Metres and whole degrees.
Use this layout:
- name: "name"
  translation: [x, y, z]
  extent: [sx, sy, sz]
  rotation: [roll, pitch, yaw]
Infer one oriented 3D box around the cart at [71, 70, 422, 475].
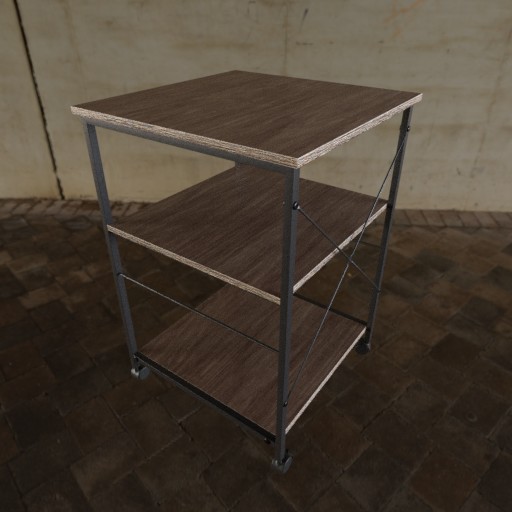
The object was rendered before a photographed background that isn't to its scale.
- name: "cart"
  translation: [0.000, 0.000, 1.117]
  extent: [0.520, 0.762, 0.521]
  rotation: [21, 37, 30]
